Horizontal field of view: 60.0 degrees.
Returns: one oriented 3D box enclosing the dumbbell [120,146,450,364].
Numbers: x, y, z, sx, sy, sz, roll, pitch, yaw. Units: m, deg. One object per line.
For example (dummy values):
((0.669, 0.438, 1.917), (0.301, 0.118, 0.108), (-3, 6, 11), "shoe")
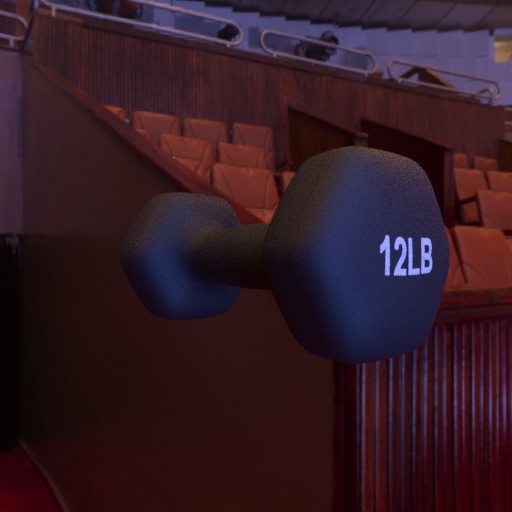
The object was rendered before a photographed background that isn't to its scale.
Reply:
((0.000, 0.000, 0.292), (0.112, 0.101, 0.231), (0, 0, -37), "dumbbell")
